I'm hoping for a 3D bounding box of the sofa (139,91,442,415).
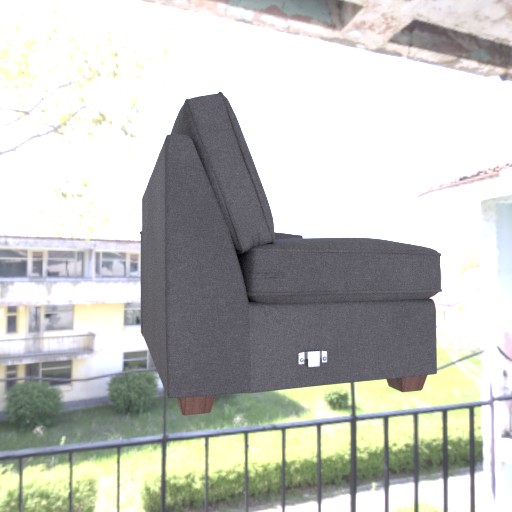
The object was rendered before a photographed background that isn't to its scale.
[{"bbox_3d":[0.000,0.000,2.067,0.991,0.989,1.388,0,-1,-18],"label":"sofa"}]
